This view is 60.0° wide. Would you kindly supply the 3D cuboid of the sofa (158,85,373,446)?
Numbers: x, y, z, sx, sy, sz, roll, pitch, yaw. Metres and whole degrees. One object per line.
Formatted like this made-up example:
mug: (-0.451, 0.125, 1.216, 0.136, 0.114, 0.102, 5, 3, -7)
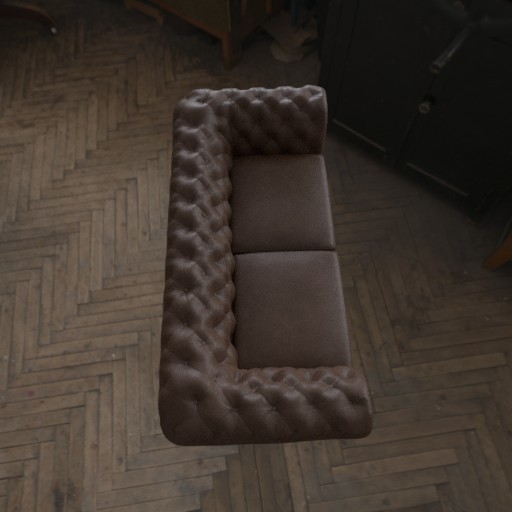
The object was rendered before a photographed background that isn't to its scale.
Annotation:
sofa: (0.000, 0.000, 2.586, 0.955, 0.784, 2.048, -2, 64, -1)
